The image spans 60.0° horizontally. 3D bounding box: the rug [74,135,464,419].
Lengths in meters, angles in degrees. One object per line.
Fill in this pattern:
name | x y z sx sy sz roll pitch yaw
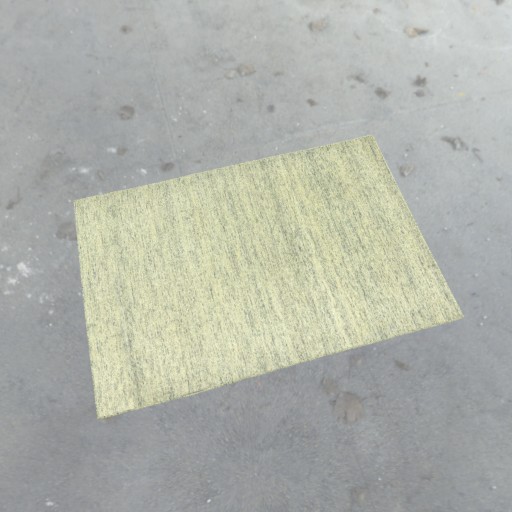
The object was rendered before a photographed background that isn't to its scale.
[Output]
rug | 0.000 0.000 2.395 1.846 0.014 1.243 -14 65 -7
